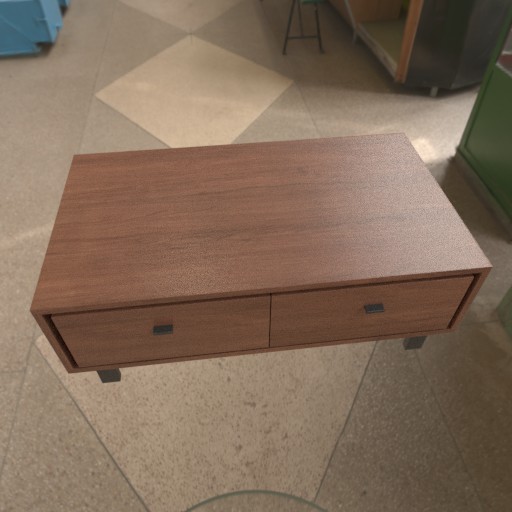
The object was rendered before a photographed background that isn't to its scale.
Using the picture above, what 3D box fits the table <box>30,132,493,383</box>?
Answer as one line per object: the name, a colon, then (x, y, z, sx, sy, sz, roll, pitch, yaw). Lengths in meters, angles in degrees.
table: (0.000, 0.000, 1.295, 1.020, 0.380, 0.600, -5, 47, -5)
